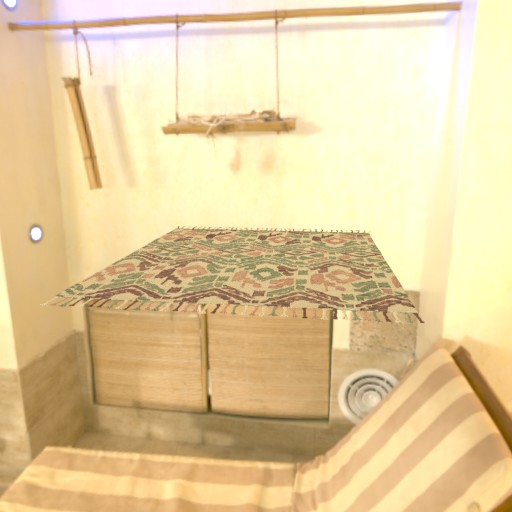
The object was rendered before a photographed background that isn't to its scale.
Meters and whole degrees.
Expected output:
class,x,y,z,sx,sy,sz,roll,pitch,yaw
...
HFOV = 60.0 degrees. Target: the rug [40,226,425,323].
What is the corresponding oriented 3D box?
class,x,y,z,sx,sy,sz,roll,pitch,yaw
rug,0.000,0.000,4.128,2.438,0.010,3.048,2,14,7
